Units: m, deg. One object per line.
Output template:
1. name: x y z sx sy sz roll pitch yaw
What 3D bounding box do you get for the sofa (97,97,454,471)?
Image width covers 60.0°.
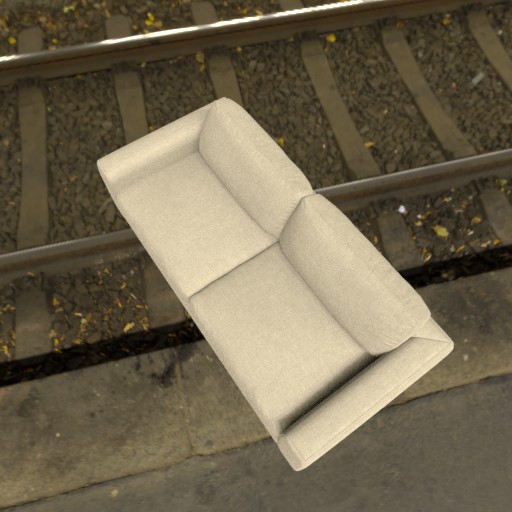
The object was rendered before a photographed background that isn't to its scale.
1. sofa: 0.000 0.000 2.772 1.070 0.801 2.262 -32 67 -15
